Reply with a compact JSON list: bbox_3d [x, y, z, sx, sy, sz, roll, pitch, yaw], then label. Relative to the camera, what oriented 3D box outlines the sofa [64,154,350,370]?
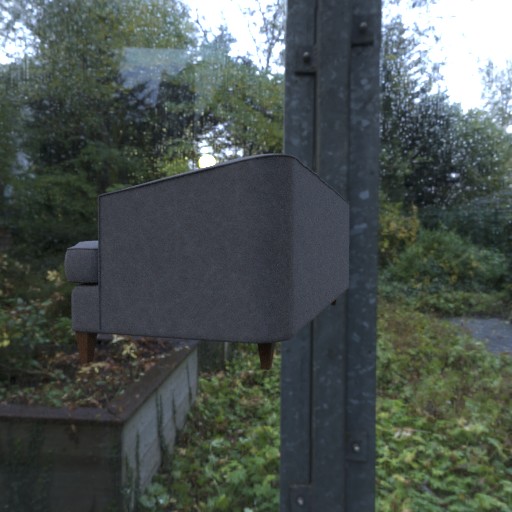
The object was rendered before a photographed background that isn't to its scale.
[{"bbox_3d":[0.000,0.000,2.671,0.917,0.806,2.247,0,2,18],"label":"sofa"}]
